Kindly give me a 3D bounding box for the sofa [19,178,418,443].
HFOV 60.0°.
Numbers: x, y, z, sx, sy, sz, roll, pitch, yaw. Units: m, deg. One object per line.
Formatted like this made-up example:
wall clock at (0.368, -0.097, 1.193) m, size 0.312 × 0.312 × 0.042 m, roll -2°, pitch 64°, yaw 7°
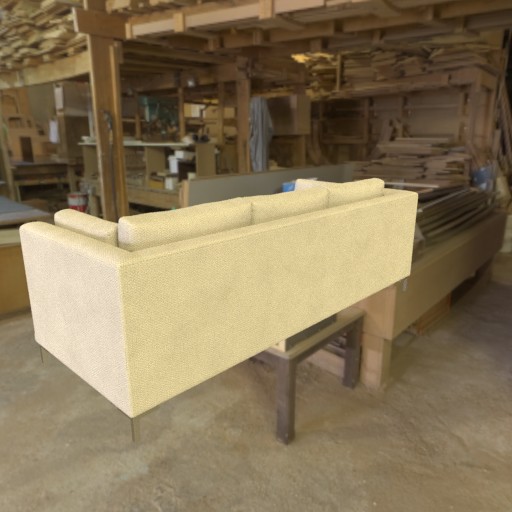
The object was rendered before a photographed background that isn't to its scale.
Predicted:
sofa at (0.000, 0.000, 2.787) m, size 0.969 × 0.867 × 2.415 m, roll 15°, pitch 22°, yaw 42°
